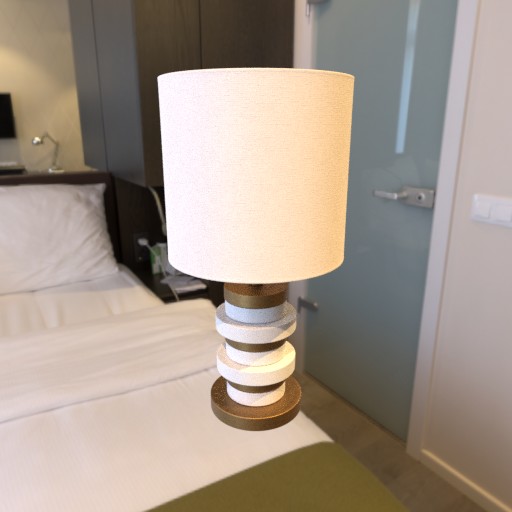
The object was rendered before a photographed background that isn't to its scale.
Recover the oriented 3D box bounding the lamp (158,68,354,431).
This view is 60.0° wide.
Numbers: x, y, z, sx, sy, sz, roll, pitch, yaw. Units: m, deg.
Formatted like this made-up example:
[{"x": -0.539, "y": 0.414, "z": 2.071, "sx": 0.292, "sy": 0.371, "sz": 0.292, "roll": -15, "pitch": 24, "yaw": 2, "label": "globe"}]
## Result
[{"x": 0.000, "y": 0.000, "z": 0.540, "sx": 0.210, "sy": 0.410, "sz": 0.210, "roll": 8, "pitch": 19, "yaw": 26, "label": "lamp"}]
